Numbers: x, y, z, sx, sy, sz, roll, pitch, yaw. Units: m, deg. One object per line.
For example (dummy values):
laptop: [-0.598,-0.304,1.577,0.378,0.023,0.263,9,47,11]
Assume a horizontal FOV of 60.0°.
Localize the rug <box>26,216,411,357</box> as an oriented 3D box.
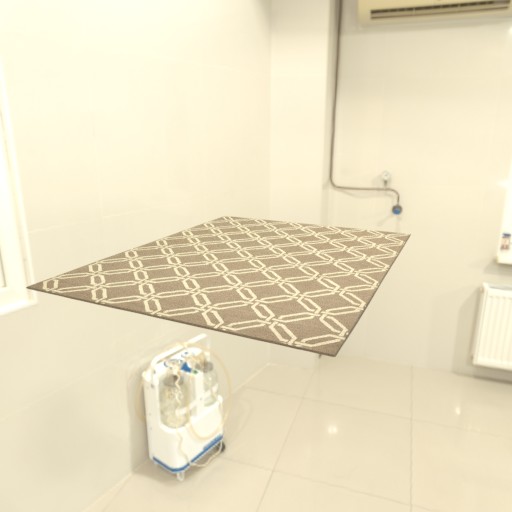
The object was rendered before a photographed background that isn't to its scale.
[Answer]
rug: [0.000,0.000,3.964,2.288,0.018,2.895,8,18,25]
